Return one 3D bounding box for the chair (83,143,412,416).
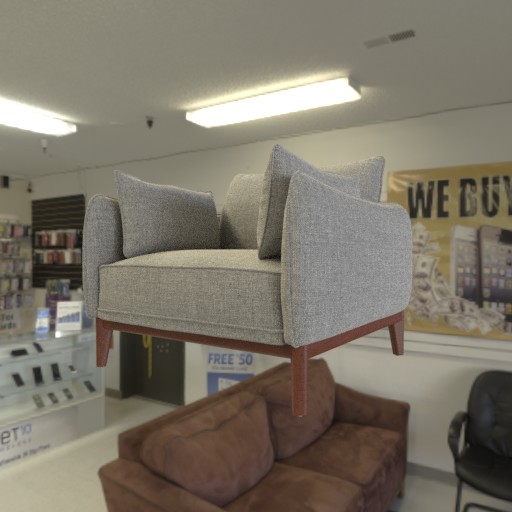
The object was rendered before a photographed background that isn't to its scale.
[{"bbox_3d":[0.000,0.000,1.757,0.993,0.839,0.976,0,1,35],"label":"chair"}]
